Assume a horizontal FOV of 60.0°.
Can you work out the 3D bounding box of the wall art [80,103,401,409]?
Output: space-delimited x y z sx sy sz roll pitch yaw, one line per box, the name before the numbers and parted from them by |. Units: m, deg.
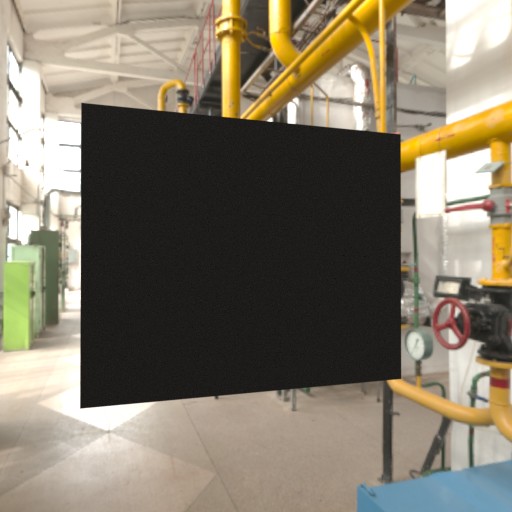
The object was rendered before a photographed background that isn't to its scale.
wall art | 0.000 0.000 0.759 0.558 0.457 0.031 0 -1 -17
